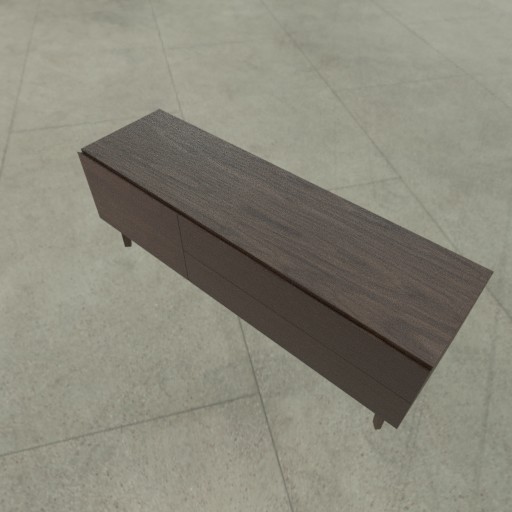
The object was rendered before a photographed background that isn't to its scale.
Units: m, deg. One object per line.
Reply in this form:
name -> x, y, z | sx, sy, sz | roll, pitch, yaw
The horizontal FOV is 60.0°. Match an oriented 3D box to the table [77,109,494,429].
table -> 0.000, 0.000, 1.624 | 1.397, 0.508, 0.405 | 32, 54, 26
